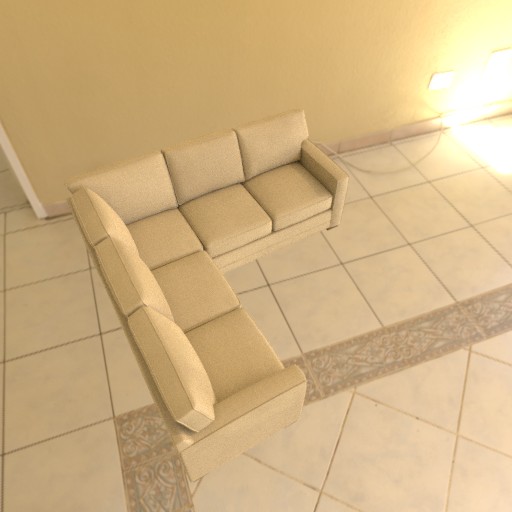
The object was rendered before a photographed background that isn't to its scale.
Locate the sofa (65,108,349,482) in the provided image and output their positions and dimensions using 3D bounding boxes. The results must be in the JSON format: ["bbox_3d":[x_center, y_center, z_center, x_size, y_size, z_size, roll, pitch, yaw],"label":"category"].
[{"bbox_3d":[0.000,0.000,3.381,2.189,0.939,2.182,-23,53,-19],"label":"sofa"}]
